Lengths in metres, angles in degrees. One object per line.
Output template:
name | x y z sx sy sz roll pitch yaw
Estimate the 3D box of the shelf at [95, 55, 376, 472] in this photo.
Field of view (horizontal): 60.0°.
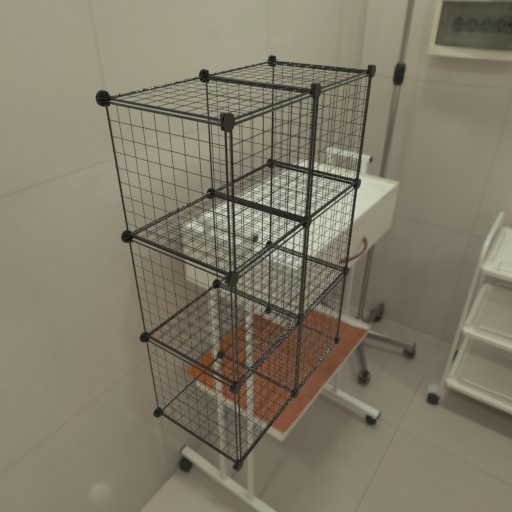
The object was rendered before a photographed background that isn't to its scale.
shelf | 0.000 0.000 1.397 0.356 1.067 0.711 20 37 29
